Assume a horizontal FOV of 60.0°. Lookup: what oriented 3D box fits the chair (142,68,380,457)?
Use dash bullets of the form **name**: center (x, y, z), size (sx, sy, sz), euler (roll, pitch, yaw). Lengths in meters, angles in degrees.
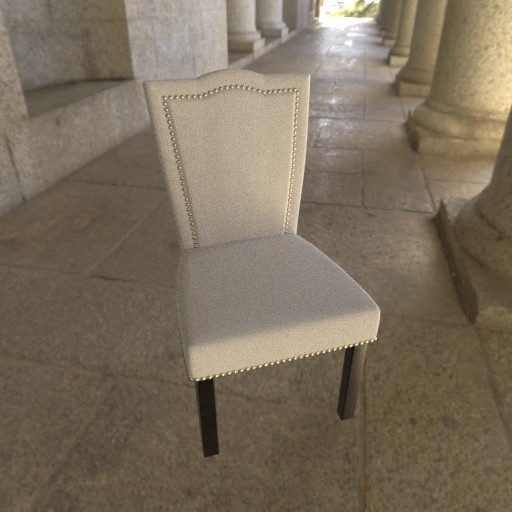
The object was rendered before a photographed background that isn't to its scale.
- **chair**: center (0.000, 0.000, 1.293), size (0.518, 0.946, 0.589), euler (-9, 32, -15)
